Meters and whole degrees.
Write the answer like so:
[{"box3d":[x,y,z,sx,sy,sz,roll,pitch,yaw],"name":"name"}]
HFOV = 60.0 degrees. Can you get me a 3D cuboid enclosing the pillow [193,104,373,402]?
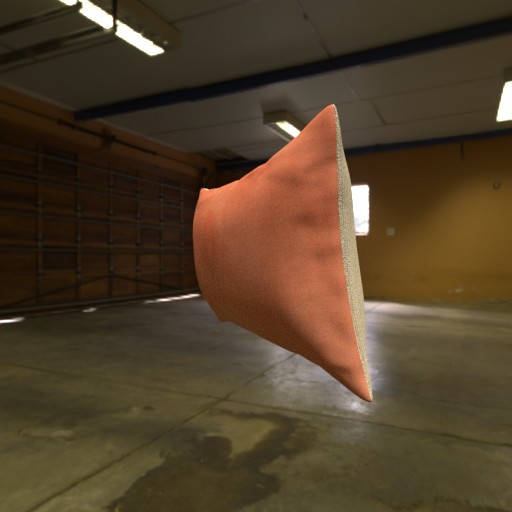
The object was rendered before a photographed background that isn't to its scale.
[{"box3d":[0.000,0.000,0.740,0.155,0.307,0.608,0,0,-19],"name":"pillow"}]
